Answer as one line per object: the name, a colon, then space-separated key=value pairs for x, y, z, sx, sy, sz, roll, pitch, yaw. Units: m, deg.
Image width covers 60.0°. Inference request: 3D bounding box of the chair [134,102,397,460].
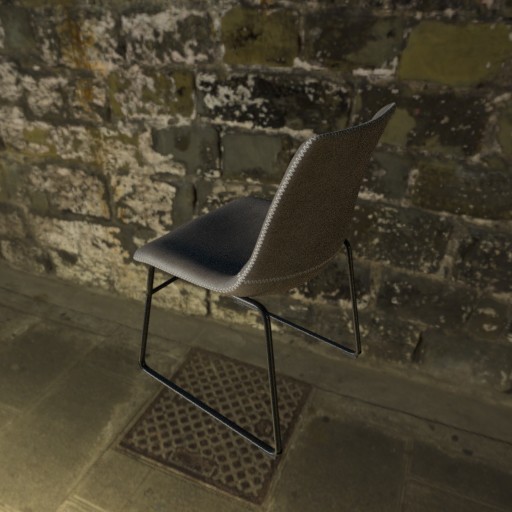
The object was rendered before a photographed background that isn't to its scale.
chair: x=0.000 y=0.000 z=1.149 sx=0.550 sy=0.780 sz=0.460 roll=21 pitch=36 yaw=31
